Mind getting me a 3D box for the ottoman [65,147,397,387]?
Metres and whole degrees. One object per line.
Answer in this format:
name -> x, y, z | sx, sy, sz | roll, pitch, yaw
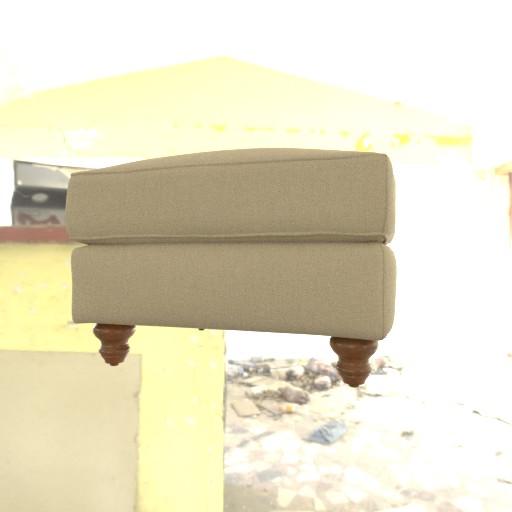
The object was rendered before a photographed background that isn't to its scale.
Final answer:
ottoman -> 0.000, 0.000, 1.182 | 0.716, 0.505, 0.662 | 0, 0, 17
